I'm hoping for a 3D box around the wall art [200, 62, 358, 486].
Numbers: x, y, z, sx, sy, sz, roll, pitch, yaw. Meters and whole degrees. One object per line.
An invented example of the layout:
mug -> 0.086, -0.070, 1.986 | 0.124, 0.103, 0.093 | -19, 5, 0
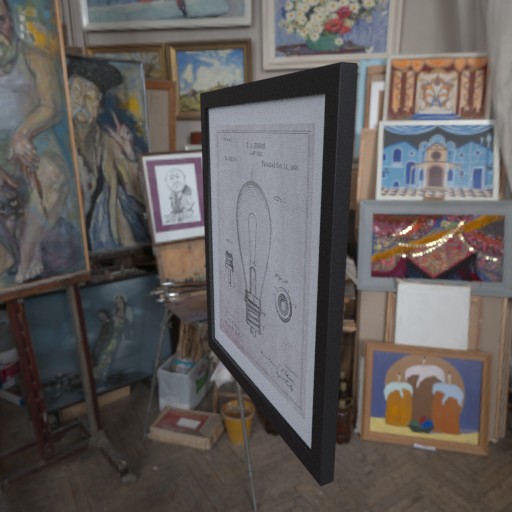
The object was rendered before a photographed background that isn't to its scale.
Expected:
wall art -> 0.000, 0.000, 0.696 | 0.021, 0.509, 0.430 | -7, 18, -24
